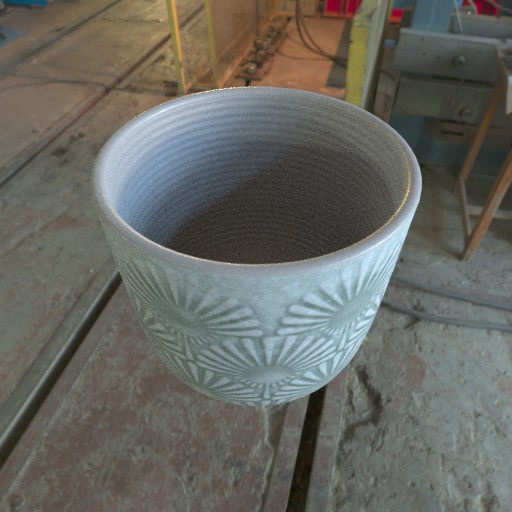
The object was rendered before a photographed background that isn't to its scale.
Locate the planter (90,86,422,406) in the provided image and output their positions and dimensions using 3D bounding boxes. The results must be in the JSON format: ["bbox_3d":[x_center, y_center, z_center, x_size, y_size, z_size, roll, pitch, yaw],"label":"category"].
[{"bbox_3d":[0.000,0.000,0.209,0.124,0.109,0.124,0,45,0],"label":"planter"}]
